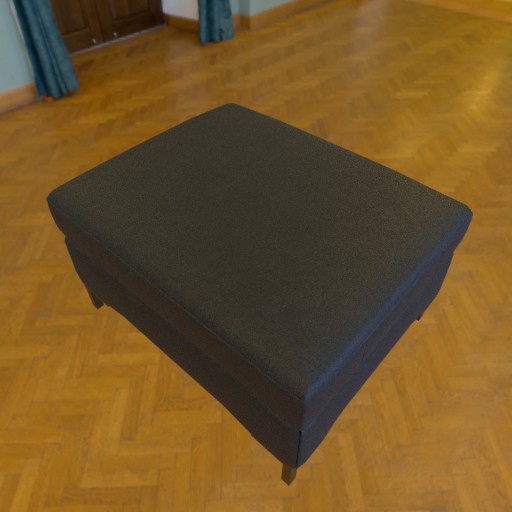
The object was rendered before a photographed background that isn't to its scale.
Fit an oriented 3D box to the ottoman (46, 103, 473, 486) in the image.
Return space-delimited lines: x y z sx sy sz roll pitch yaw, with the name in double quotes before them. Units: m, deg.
"ottoman" 0.000 0.000 1.728 1.187 0.696 0.967 33 54 28
